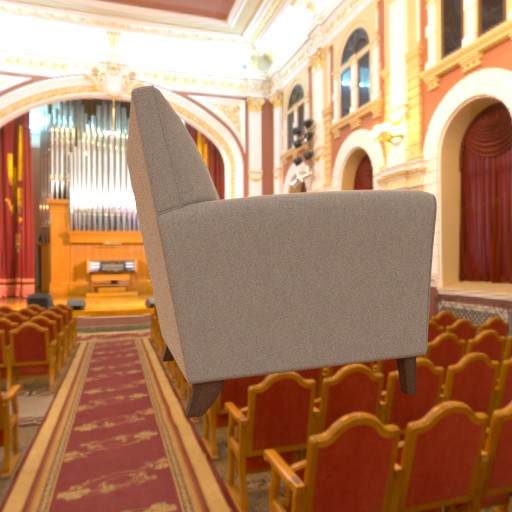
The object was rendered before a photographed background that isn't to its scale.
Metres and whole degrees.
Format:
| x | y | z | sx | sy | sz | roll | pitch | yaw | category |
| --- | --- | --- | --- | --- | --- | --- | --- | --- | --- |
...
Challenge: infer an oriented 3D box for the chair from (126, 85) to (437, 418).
| x | y | z | sx | sy | sz | roll | pitch | yaw | category |
| --- | --- | --- | --- | --- | --- | --- | --- | --- | --- |
| 0.000 | 0.000 | 1.570 | 0.871 | 0.846 | 0.840 | 0 | 0 | -17 | chair |
